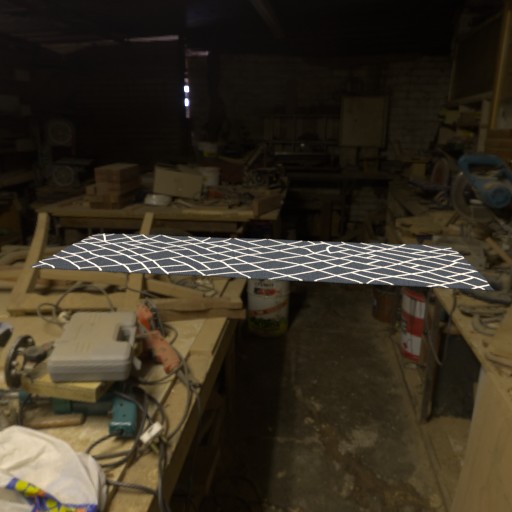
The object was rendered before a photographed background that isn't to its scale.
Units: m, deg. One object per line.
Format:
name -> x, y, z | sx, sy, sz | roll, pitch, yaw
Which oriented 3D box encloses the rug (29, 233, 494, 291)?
rug -> 0.000, 0.000, 2.685 | 2.476, 0.010, 0.807 | 2, 17, 8
